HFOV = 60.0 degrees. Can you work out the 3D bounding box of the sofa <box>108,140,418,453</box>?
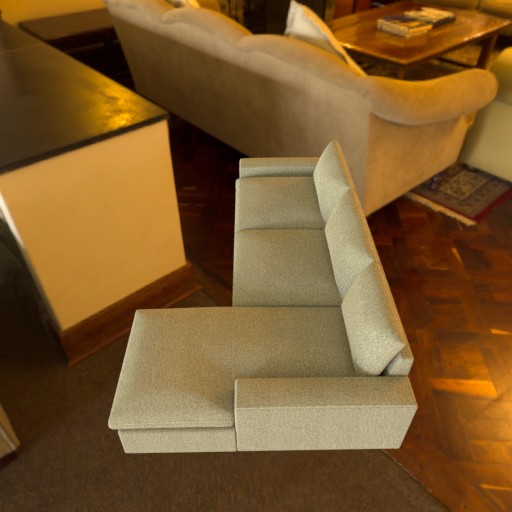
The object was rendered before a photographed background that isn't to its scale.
[{"bbox_3d":[0.000,0.000,3.438,1.689,0.813,2.718,-1,41,-1],"label":"sofa"}]
